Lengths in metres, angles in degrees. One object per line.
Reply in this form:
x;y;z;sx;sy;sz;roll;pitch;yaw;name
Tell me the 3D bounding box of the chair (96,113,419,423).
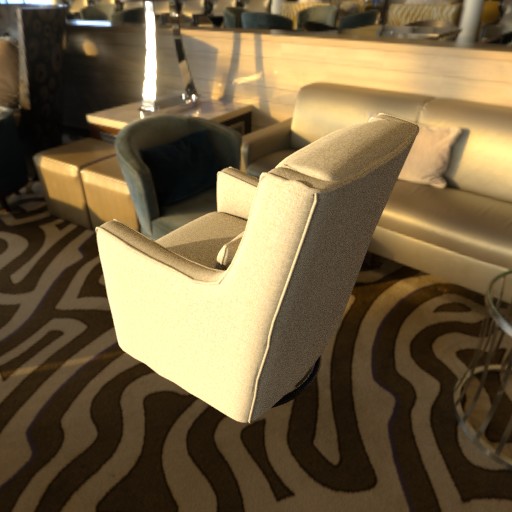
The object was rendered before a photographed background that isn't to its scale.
0.000;0.000;1.598;0.879;0.993;0.732;21;37;30;chair
